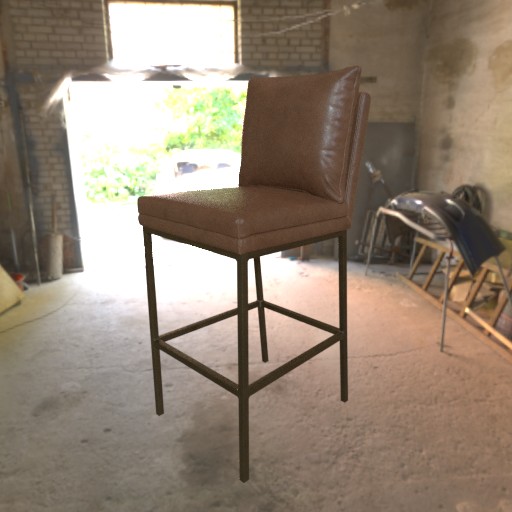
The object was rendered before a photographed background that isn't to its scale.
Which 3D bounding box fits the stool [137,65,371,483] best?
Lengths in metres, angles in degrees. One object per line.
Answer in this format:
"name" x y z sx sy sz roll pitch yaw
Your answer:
"stool" 0.000 0.000 1.419 0.463 1.124 0.571 16 23 43
